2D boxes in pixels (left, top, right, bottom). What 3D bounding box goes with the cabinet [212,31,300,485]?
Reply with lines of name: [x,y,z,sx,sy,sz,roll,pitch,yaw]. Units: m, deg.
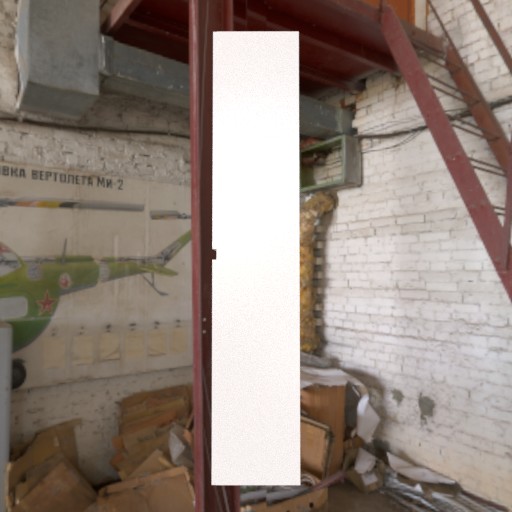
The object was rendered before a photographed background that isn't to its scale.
cabinet: [0.000,0.000,1.517,0.269,1.400,0.300,0,-2,0]
